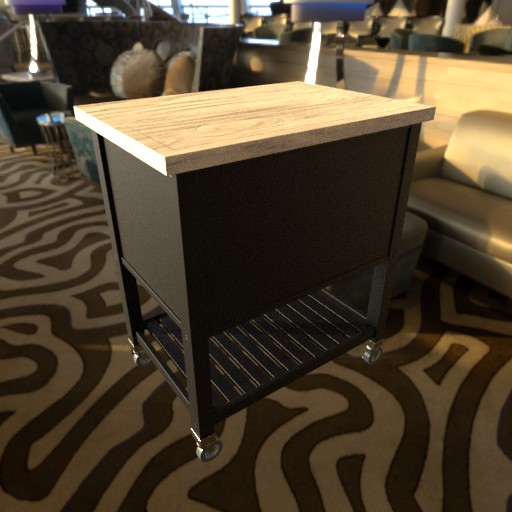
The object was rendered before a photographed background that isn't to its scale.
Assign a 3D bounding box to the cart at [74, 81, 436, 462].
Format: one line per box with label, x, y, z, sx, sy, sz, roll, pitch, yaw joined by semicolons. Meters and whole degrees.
cart;0.000;0.000;1.412;0.797;0.920;0.567;-19;35;-30
